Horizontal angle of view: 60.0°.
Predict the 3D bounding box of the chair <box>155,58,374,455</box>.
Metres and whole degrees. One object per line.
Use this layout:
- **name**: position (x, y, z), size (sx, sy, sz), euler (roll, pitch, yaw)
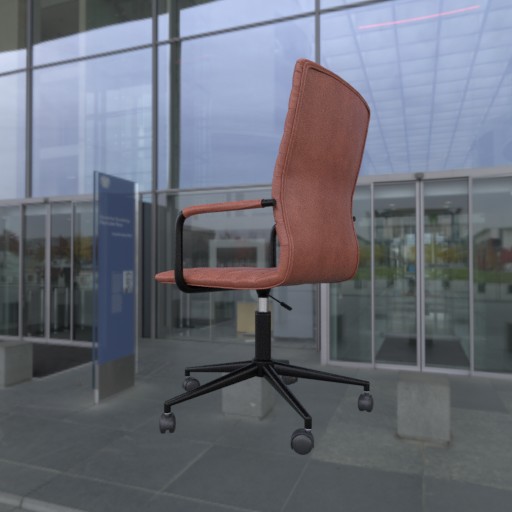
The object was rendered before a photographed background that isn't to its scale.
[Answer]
- **chair**: position (0.000, 0.000, 1.279), size (0.578, 0.878, 0.600), euler (-1, -1, 35)
